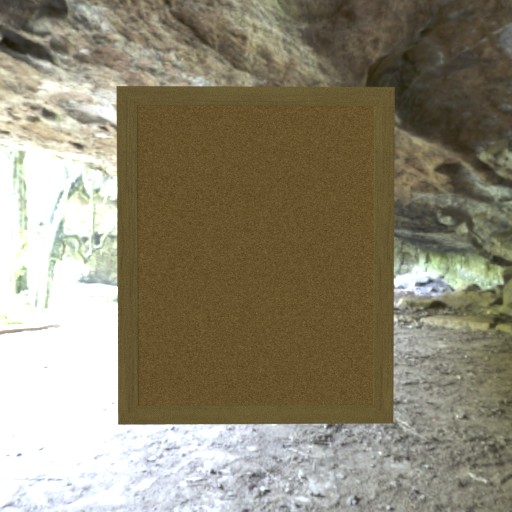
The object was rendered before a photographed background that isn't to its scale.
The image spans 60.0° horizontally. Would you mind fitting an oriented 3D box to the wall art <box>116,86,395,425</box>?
[{"bbox_3d":[0.000,0.000,0.514,0.312,0.380,0.030,0,1,-1],"label":"wall art"}]
